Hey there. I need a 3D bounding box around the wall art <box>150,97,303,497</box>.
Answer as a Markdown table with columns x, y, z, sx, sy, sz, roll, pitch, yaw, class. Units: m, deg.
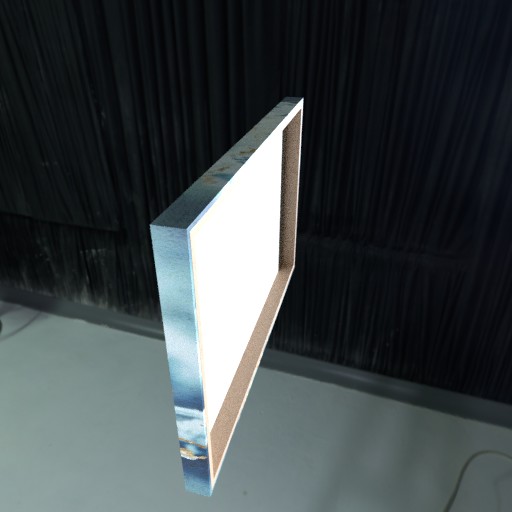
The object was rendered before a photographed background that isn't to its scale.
| x | y | z | sx | sy | sz | roll | pitch | yaw | class |
| --- | --- | --- | --- | --- | --- | --- | --- | --- | --- |
| 0.000 | 0.000 | 0.753 | 0.036 | 0.405 | 0.607 | 8 | 31 | 13 | wall art |
